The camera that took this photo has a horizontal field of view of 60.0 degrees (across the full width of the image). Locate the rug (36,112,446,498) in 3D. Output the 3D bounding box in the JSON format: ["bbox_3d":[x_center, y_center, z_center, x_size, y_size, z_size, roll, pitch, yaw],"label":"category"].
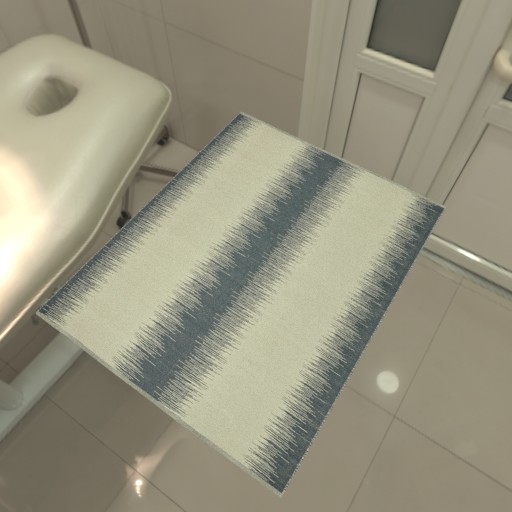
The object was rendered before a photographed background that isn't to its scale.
[{"bbox_3d":[0.000,0.000,4.033,2.453,0.004,3.037,30,63,17],"label":"rug"}]
